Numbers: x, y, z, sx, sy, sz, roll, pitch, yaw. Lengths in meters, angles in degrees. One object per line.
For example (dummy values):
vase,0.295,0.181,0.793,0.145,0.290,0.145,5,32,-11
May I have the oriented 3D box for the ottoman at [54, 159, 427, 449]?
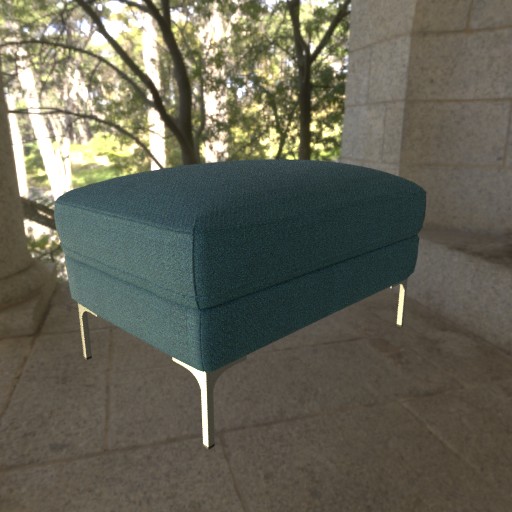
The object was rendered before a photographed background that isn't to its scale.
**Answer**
ottoman,0.000,0.000,1.186,0.563,0.498,0.856,14,21,42
